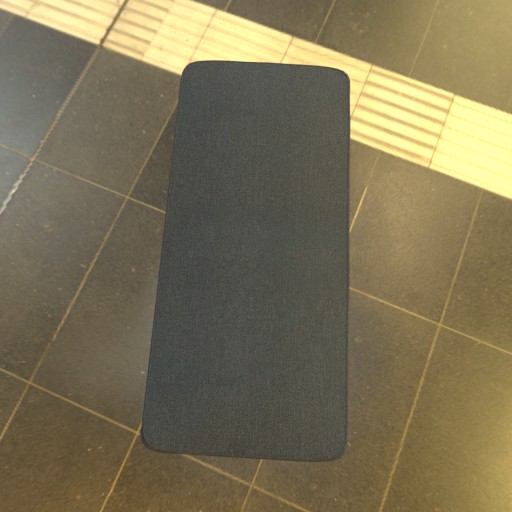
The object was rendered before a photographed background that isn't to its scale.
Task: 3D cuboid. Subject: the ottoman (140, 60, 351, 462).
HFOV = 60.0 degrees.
[{"bbox_3d":[0.000,0.000,1.387,0.515,0.460,1.110,3,76,1],"label":"ottoman"}]
